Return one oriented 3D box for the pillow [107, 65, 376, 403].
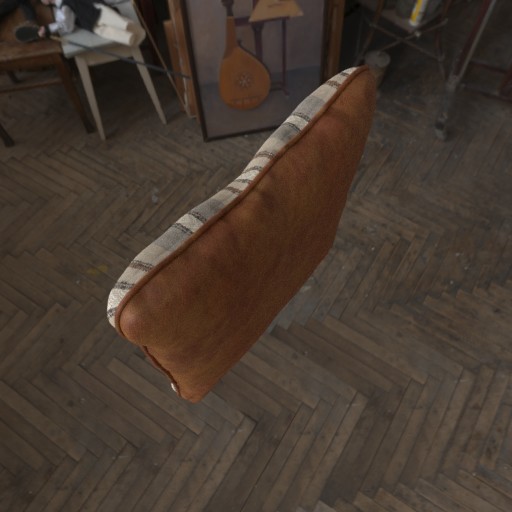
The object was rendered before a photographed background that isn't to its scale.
[{"bbox_3d":[0.000,0.000,0.740,0.130,0.490,0.489,36,68,17],"label":"pillow"}]
